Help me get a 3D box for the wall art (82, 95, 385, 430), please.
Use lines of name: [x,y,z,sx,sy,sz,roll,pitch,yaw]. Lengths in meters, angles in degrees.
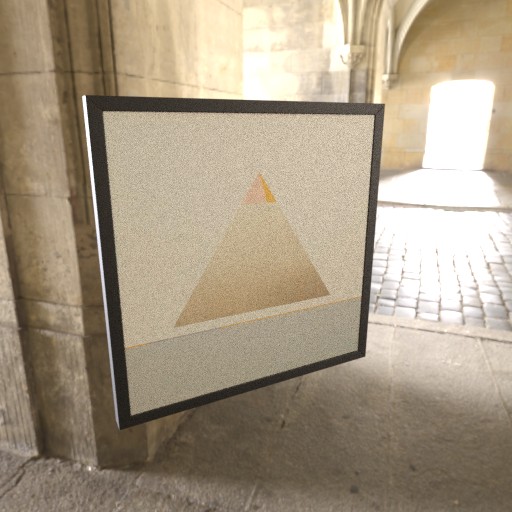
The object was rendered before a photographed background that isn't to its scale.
wall art: [0.000,0.000,1.156,0.769,0.766,0.042,-8,18,-26]
